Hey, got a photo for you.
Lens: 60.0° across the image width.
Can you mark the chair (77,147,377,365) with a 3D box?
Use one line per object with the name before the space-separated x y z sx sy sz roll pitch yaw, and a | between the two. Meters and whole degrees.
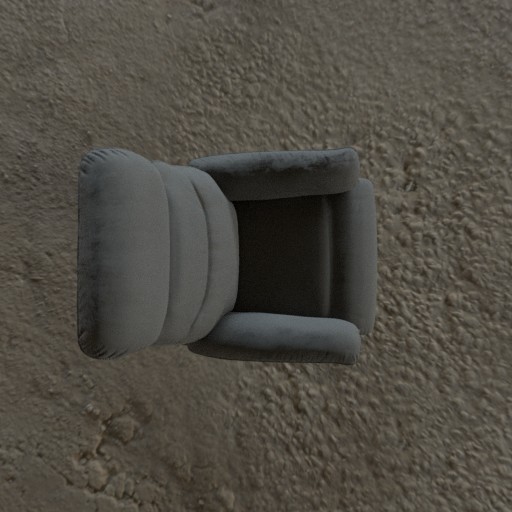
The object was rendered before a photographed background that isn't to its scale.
chair | 0.000 0.000 1.729 1.004 1.037 0.820 0 89 1
